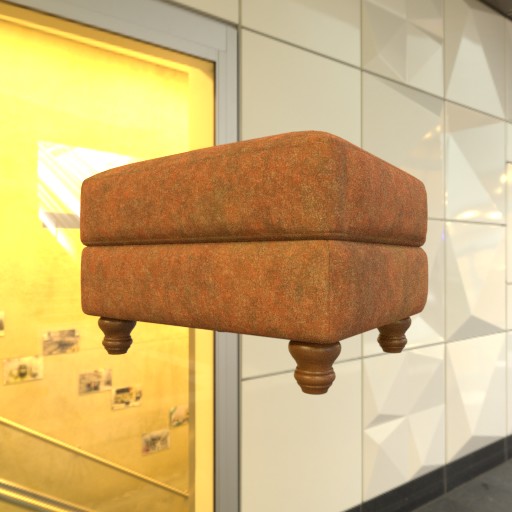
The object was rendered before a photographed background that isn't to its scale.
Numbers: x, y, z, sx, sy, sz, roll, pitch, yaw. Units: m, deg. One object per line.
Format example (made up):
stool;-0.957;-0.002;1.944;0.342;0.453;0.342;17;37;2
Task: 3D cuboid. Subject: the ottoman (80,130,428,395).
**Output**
ottoman;0.000;0.000;1.171;0.787;0.508;0.635;0;-1;35
